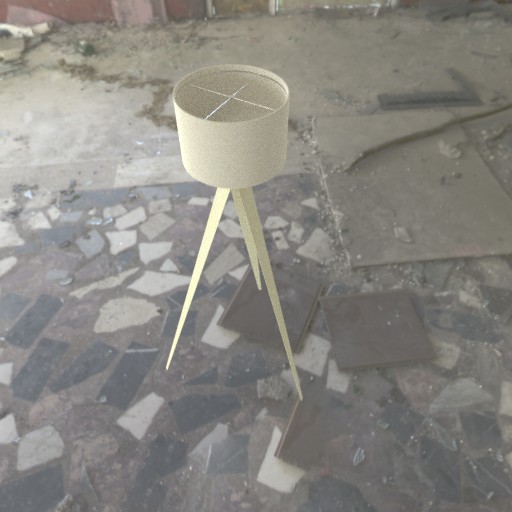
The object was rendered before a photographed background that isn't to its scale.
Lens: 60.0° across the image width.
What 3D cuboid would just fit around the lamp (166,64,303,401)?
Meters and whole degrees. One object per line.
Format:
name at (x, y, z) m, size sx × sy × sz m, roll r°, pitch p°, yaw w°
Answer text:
lamp at (0.000, 0.000, 1.904) m, size 0.716 × 1.524 × 0.724 m, roll 23°, pitch 52°, yaw 19°
